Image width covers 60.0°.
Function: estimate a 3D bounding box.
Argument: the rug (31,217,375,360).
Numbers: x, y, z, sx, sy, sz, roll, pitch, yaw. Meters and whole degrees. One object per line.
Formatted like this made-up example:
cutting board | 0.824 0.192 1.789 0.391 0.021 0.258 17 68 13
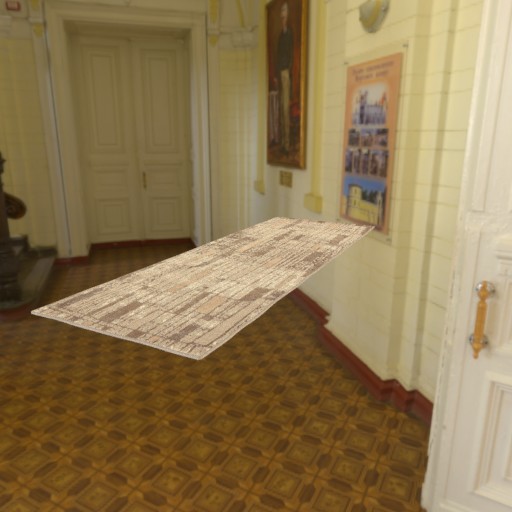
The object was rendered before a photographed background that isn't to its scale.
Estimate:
rug | 0.000 0.000 2.645 0.857 0.018 2.383 8 18 27
